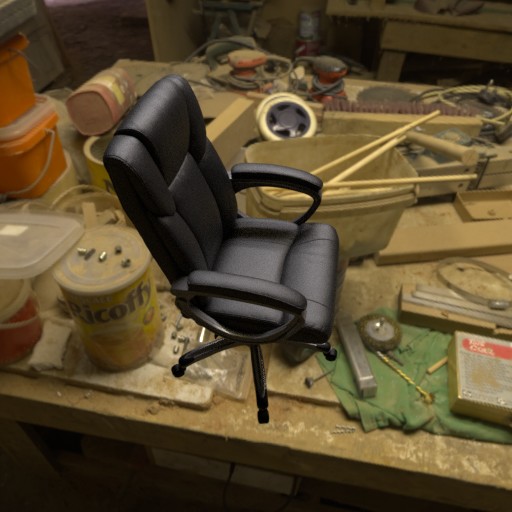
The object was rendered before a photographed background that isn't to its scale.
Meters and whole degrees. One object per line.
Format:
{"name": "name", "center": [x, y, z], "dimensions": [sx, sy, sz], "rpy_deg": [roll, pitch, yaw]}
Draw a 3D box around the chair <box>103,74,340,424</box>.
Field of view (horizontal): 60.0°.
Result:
{"name": "chair", "center": [0.000, 0.000, 1.591], "dimensions": [0.719, 1.130, 0.721], "rpy_deg": [8, 45, 8]}
